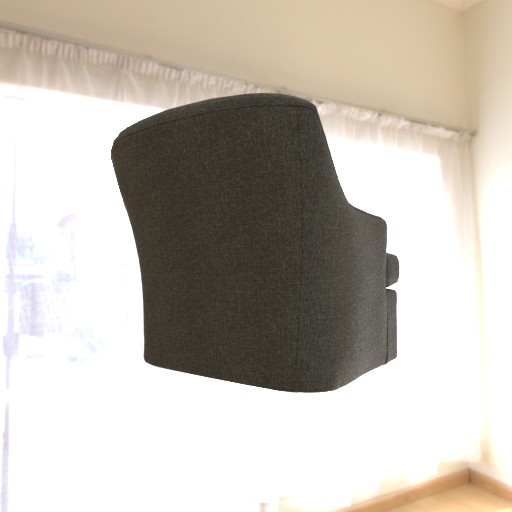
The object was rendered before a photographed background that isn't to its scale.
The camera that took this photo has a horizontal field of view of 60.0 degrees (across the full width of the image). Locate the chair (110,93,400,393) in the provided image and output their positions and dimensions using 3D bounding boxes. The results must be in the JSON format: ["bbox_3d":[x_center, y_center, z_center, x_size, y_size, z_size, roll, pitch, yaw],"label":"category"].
[{"bbox_3d":[0.000,0.000,1.642,0.864,0.856,0.923,-1,-2,37],"label":"chair"}]
